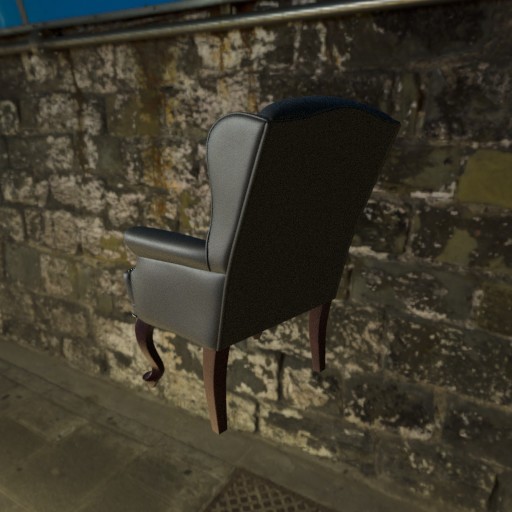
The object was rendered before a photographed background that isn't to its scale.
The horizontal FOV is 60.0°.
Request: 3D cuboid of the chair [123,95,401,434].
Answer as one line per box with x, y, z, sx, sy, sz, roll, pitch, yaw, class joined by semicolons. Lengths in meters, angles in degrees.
0.000;0.000;1.671;0.762;1.111;0.838;15;22;43;chair
